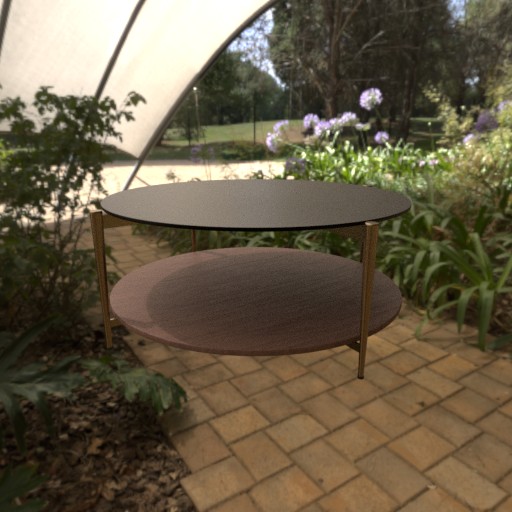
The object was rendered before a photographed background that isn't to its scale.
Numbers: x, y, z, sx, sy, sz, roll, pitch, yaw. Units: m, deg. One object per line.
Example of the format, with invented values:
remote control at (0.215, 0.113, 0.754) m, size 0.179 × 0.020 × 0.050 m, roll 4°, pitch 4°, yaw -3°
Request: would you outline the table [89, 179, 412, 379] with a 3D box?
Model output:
table at (0.000, 0.000, 1.465) m, size 0.938 × 0.400 × 0.938 m, roll 8°, pitch 18°, yaw 26°
